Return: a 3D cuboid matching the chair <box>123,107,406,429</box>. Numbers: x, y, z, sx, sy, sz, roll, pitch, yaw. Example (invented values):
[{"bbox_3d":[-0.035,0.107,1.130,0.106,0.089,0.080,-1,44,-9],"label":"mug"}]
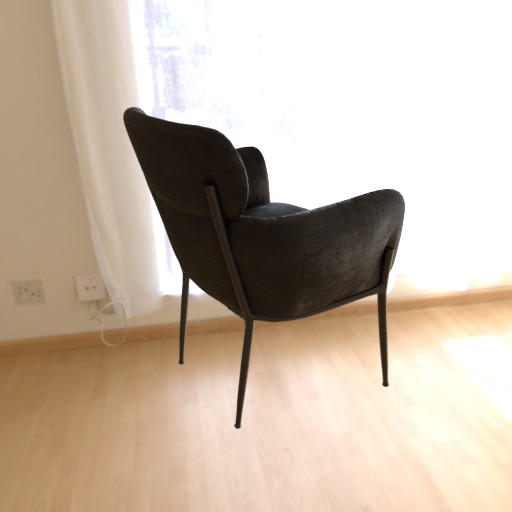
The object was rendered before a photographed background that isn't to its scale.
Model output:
[{"bbox_3d":[0.000,0.000,1.261,0.604,0.818,0.640,-18,31,-32],"label":"chair"}]
